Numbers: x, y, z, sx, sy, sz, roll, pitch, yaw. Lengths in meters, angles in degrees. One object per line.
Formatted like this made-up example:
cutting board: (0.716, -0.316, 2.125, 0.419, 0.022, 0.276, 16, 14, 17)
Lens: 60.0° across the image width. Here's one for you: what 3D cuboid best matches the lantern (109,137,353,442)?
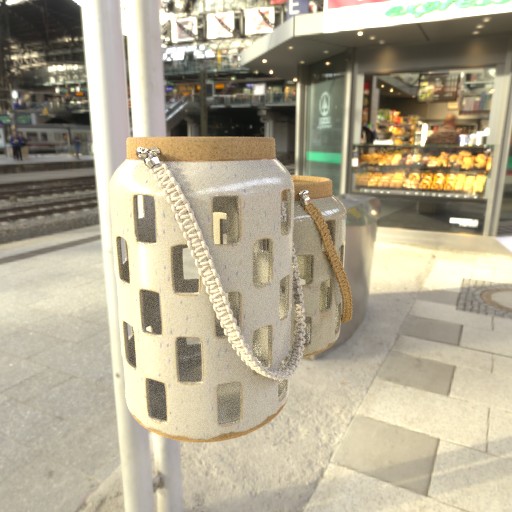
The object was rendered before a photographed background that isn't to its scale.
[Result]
lantern: (0.000, 0.000, 0.496, 0.184, 0.255, 0.347, 7, 16, 26)
